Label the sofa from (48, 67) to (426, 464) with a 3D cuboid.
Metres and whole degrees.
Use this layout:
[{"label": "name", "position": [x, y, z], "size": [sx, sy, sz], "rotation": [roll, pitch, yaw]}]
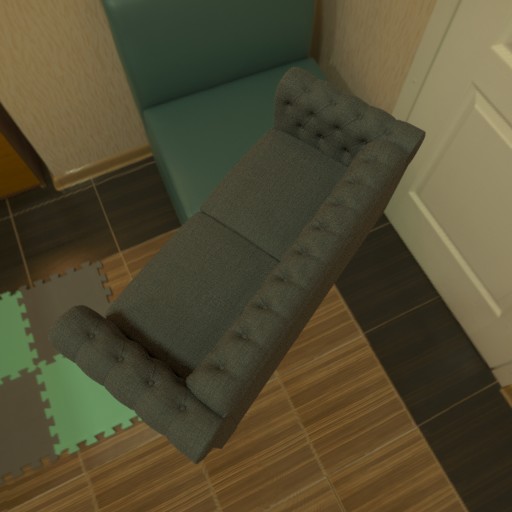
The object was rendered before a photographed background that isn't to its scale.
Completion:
[{"label": "sofa", "position": [0.000, 0.000, 2.242], "size": [0.783, 0.797, 1.798], "rotation": [33, 70, 14]}]
